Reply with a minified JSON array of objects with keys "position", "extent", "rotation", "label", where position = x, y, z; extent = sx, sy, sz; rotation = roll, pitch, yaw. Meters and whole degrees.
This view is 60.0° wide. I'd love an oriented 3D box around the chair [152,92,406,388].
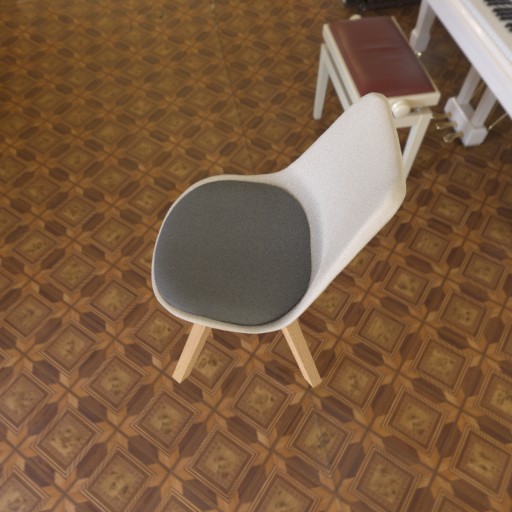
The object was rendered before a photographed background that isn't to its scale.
[{"position":[0.000,0.000,1.188],"extent":[0.550,0.850,0.485],"rotation":[2,58,1],"label":"chair"}]
